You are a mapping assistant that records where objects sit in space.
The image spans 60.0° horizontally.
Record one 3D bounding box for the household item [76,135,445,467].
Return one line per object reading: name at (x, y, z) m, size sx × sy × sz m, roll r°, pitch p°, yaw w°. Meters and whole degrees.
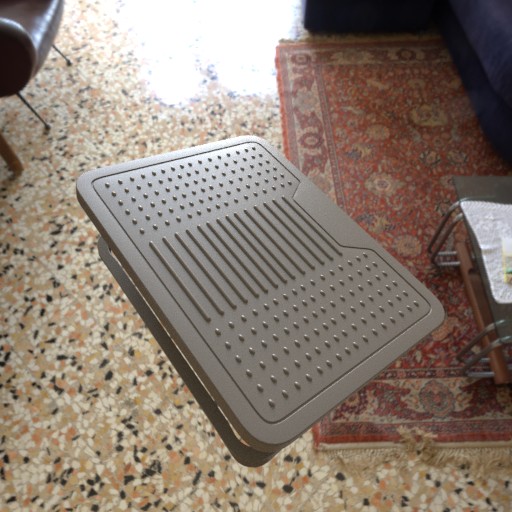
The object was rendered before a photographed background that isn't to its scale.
household item at (0.000, 0.000, 0.542) m, size 0.301 × 0.126 × 0.390 m, roll -32°, pitch 63°, yaw -19°
